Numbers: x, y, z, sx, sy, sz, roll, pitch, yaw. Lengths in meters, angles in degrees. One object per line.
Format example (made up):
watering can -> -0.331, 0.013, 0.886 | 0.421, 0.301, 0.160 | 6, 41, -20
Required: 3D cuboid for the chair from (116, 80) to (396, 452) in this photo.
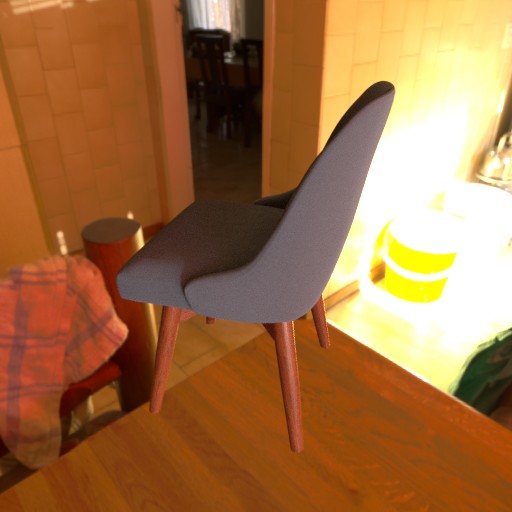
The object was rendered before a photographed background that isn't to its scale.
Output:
chair -> 0.000, 0.000, 1.187 | 0.589, 0.882, 0.503 | 9, 31, 15
